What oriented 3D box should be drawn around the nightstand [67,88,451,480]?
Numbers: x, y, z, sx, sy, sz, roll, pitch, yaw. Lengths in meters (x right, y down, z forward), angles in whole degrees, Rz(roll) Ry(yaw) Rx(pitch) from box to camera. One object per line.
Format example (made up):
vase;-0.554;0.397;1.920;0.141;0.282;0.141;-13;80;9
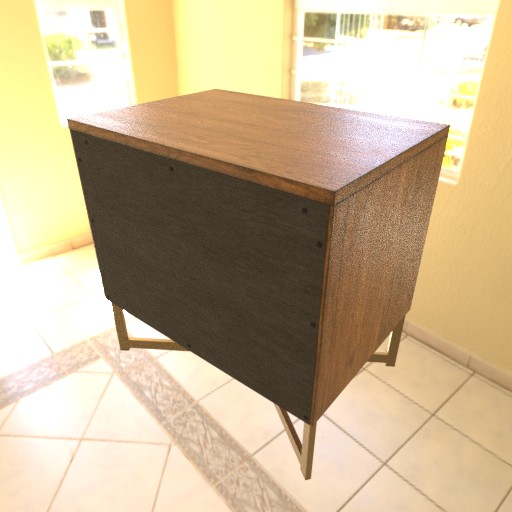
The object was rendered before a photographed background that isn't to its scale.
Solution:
nightstand;0.000;0.000;1.017;0.610;0.610;0.446;22;37;33
